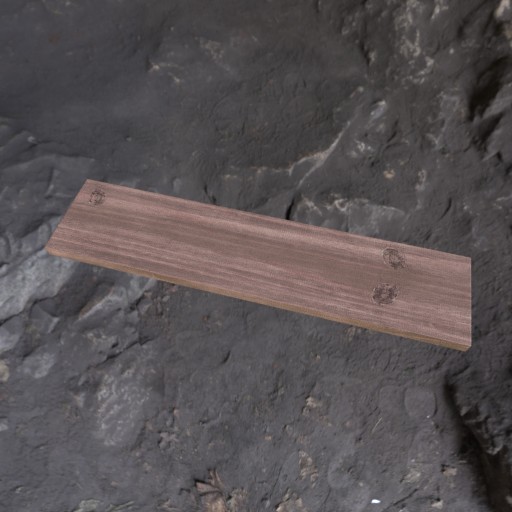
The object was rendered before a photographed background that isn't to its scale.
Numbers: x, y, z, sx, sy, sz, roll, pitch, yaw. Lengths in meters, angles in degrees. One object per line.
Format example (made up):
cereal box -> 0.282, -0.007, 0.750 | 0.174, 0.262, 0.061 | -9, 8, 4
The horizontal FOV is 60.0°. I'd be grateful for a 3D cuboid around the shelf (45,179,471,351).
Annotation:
shelf -> 0.000, 0.000, 0.658 | 0.610, 0.020, 0.140 | 12, 58, 8
